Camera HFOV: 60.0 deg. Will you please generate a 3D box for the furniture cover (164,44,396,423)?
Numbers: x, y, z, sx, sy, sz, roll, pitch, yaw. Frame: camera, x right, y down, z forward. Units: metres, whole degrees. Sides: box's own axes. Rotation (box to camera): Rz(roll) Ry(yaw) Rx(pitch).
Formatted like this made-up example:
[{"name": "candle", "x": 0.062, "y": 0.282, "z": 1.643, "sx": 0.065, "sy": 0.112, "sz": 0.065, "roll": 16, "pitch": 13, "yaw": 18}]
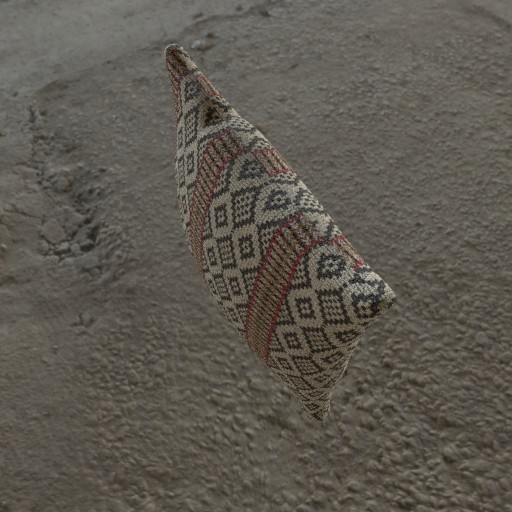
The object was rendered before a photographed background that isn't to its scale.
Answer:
[{"name": "furniture cover", "x": 0.000, "y": 0.000, "z": 0.753, "sx": 0.182, "sy": 0.506, "sz": 0.503, "roll": -26, "pitch": 61, "yaw": -16}]
